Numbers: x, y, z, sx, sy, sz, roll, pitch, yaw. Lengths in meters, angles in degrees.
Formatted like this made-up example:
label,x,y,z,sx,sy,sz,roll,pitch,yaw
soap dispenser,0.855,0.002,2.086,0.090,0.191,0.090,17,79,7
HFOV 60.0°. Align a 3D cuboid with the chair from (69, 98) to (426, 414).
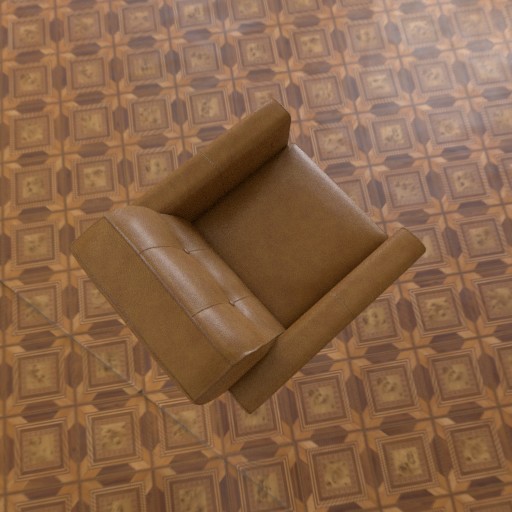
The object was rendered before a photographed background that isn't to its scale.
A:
label,x,y,z,sx,sy,sz,roll,pitch,yaw
chair,0.000,0.000,1.707,0.942,0.968,0.845,-40,78,-10
